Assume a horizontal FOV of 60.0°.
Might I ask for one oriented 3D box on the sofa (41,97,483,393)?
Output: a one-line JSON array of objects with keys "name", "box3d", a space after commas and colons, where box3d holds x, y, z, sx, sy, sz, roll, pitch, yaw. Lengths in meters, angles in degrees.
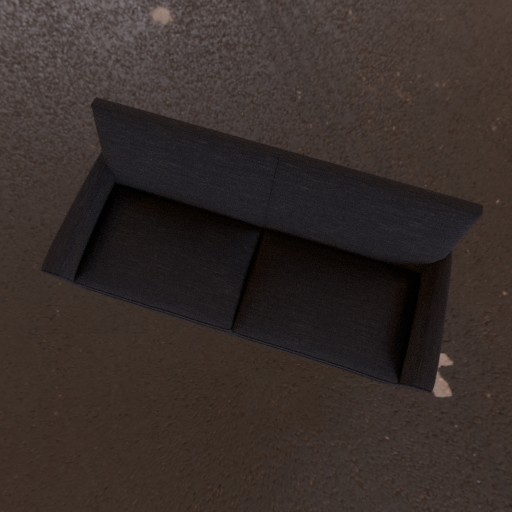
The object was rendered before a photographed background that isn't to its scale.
[{"name": "sofa", "box3d": [0.000, 0.000, 2.377, 1.976, 0.846, 0.875, 17, 76, 4]}]
